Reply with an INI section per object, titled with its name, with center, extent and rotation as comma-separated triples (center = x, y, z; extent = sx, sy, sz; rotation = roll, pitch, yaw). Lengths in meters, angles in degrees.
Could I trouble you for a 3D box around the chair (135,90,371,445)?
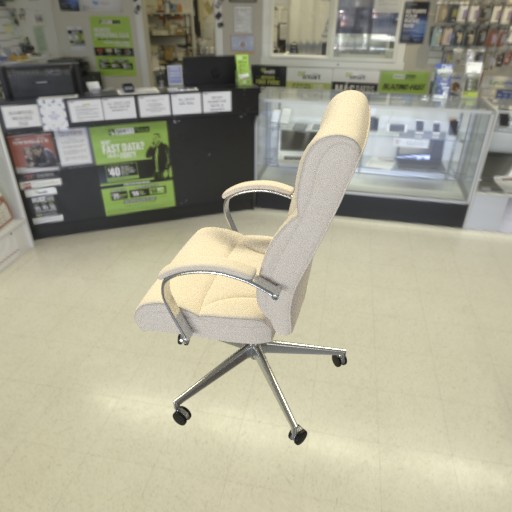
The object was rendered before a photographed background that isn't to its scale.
[chair]
center = 0.000, 0.000, 1.602
extent = 0.745, 1.099, 0.727
rotation = 7, 32, 12
